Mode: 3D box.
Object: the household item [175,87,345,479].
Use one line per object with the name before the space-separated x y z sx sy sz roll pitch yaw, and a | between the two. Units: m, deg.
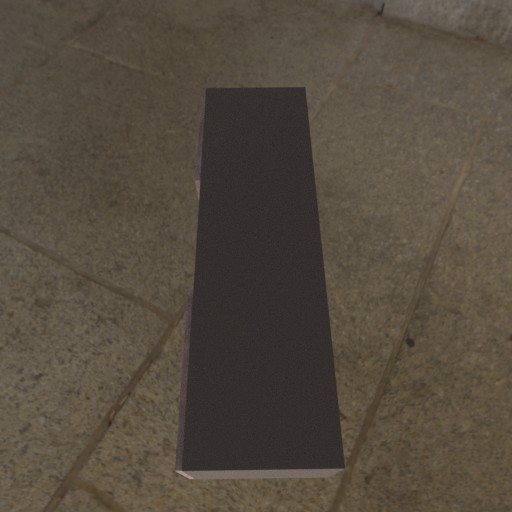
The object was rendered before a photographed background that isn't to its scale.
household item | 0.000 0.000 1.576 0.420 0.310 1.400 -1 60 0
